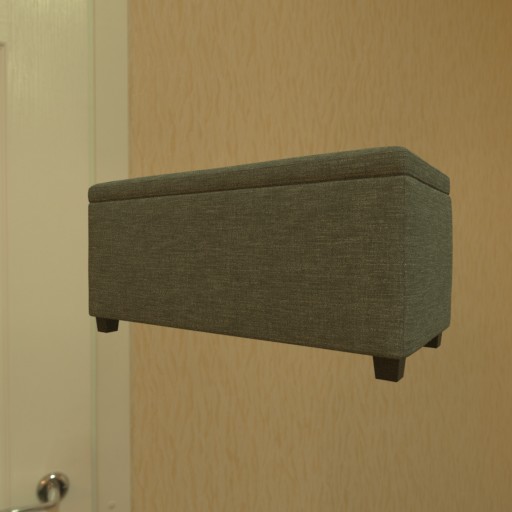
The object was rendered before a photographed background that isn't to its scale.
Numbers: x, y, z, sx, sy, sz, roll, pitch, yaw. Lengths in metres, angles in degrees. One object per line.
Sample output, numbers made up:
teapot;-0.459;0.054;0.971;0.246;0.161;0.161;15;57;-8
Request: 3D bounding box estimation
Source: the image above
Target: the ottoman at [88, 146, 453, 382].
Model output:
ottoman;0.000;0.000;1.161;0.902;0.432;0.419;1;1;34
